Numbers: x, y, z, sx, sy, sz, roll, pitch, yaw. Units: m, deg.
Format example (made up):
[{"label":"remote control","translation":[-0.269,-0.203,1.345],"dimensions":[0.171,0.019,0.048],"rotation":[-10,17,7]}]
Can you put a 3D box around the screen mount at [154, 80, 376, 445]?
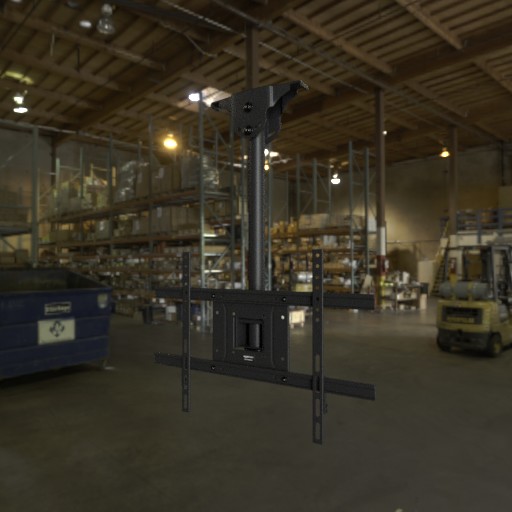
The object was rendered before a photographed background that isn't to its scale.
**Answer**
[{"label":"screen mount","translation":[0.000,0.000,1.052],"dimensions":[0.595,0.775,0.090],"rotation":[-1,-1,33]}]
